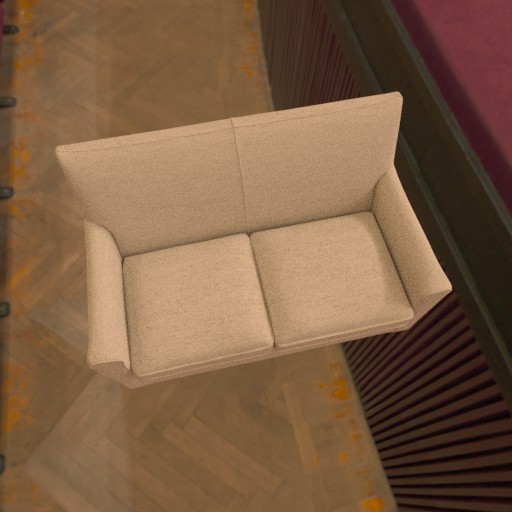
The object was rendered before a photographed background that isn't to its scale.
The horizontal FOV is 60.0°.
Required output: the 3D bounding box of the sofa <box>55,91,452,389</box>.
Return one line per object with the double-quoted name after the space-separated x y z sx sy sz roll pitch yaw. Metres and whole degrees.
0.000 0.000 2.053 1.482 0.892 0.891 -11 63 -6 "sofa"
